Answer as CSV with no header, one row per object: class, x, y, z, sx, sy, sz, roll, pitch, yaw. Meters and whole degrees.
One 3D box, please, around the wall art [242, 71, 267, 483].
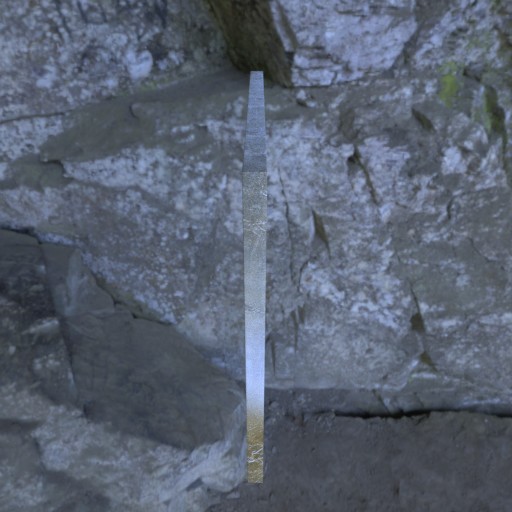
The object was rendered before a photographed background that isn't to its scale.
wall art,0.000,0.000,1.640,0.051,1.091,1.092,0,32,0
